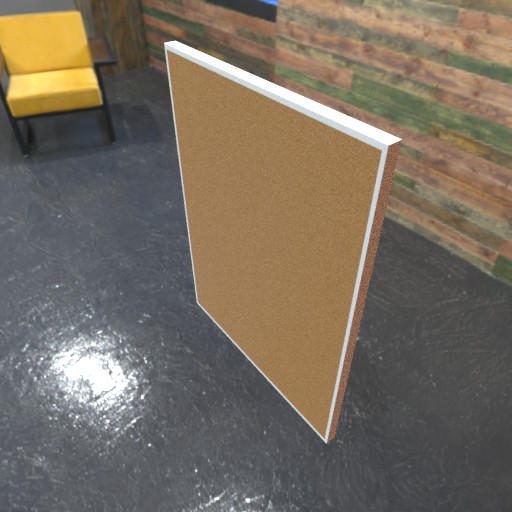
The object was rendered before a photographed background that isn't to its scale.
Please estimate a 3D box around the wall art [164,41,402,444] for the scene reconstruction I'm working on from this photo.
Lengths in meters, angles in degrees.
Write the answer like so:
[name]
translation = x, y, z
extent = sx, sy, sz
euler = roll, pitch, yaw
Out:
[wall art]
translation = 0.000, 0.000, 1.349
extent = 0.039, 1.050, 0.795
euler = -26, 47, -28
